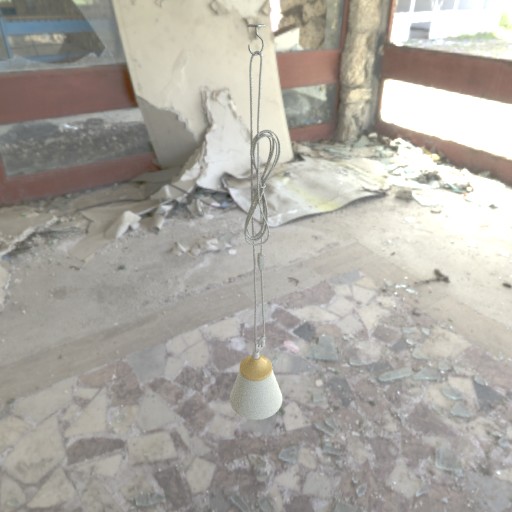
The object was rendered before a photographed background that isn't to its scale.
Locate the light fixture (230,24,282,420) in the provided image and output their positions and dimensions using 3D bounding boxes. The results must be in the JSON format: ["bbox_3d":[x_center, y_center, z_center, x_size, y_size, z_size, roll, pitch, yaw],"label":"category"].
[{"bbox_3d":[0.000,0.000,1.041,0.153,0.966,0.153,1,31,2],"label":"light fixture"}]
